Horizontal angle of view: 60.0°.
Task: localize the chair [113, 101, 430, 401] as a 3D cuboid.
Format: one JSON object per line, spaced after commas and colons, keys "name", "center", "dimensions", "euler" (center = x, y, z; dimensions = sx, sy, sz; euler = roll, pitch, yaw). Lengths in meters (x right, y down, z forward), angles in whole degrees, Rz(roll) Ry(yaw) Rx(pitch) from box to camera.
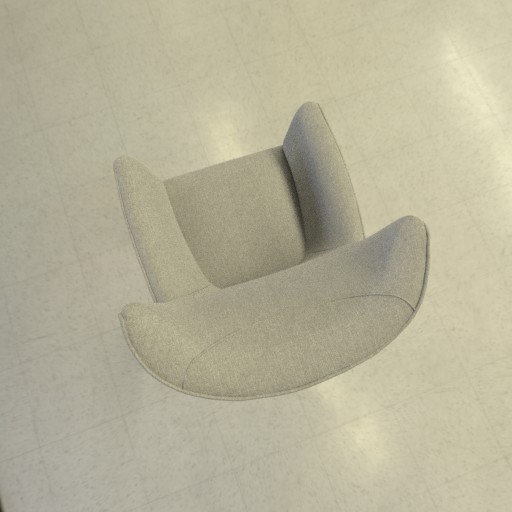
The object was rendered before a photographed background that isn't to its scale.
{"name": "chair", "center": [0.000, 0.000, 1.541], "dimensions": [0.781, 0.933, 0.888], "euler": [-18, 76, -4]}
